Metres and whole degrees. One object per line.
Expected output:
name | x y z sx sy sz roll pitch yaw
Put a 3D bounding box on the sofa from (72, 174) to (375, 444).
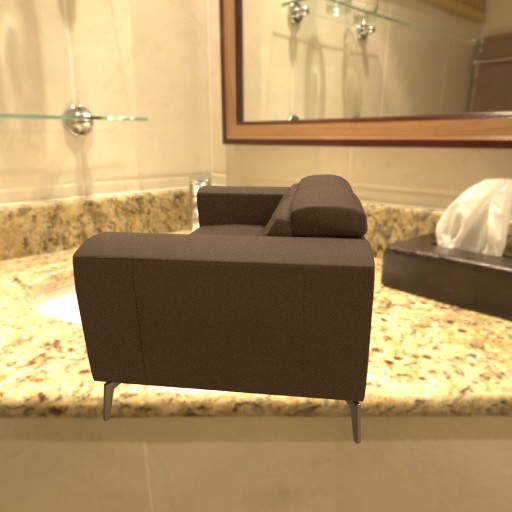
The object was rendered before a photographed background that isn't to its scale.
sofa | 0.000 0.000 2.339 1.003 0.779 1.895 2 16 7
